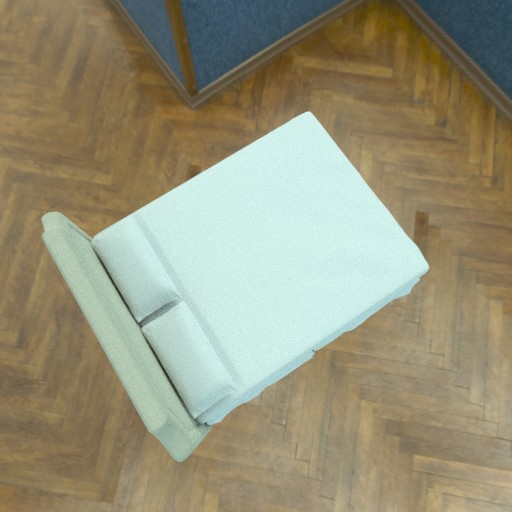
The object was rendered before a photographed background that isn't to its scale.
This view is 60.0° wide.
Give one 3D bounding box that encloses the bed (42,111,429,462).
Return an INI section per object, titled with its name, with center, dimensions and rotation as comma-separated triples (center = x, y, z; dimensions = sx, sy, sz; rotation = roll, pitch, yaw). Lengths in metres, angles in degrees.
[bed]
center = 0.000, 0.000, 3.138
dimensions = 2.116, 1.290, 1.693
rotation = -32, 78, -8
